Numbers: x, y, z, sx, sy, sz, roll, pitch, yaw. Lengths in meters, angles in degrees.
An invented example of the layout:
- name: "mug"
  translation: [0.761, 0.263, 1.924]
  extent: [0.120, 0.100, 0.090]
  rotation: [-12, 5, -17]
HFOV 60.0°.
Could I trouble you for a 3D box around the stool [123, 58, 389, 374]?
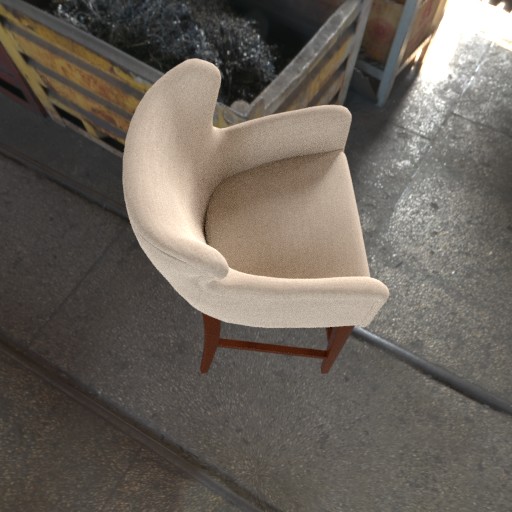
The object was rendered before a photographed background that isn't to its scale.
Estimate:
- name: "stool"
  translation: [0.000, 0.000, 1.356]
  extent: [0.563, 1.034, 0.556]
  rotation: [-3, 64, -2]
